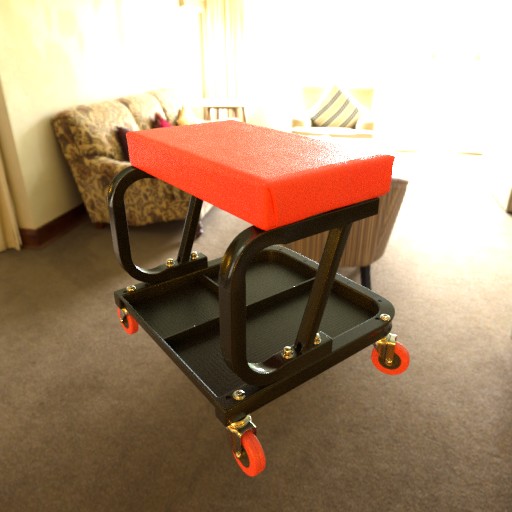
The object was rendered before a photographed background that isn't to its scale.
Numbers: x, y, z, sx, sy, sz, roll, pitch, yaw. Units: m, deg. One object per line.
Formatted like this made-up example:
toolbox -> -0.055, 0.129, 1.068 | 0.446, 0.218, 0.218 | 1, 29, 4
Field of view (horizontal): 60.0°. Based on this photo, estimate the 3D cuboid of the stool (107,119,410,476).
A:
stool -> 0.000, 0.000, 0.731 | 0.371, 0.380, 0.446 | -18, 31, -33
